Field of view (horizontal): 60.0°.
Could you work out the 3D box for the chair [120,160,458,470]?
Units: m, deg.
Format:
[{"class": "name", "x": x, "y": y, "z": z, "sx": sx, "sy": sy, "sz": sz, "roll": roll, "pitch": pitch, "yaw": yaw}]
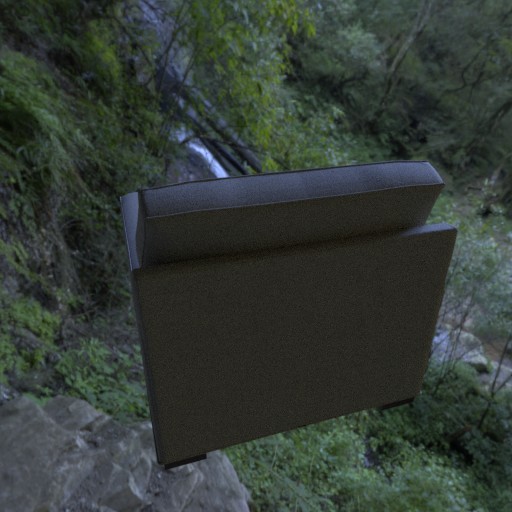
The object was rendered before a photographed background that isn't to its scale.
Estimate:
[{"class": "chair", "x": 0.000, "y": 0.000, "z": 1.794, "sx": 0.999, "sy": 0.934, "sz": 1.044, "roll": -9, "pitch": 29, "yaw": -16}]
